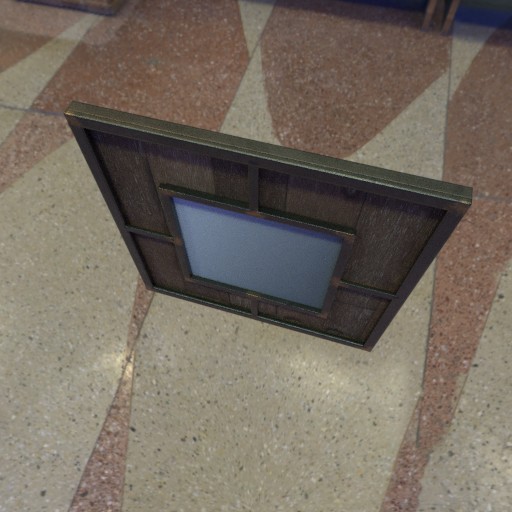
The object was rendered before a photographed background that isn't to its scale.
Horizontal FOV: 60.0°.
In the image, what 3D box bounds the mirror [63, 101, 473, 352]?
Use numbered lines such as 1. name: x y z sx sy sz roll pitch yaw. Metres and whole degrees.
1. mirror: 0.000 0.000 0.565 0.382 0.381 0.020 14 60 8
